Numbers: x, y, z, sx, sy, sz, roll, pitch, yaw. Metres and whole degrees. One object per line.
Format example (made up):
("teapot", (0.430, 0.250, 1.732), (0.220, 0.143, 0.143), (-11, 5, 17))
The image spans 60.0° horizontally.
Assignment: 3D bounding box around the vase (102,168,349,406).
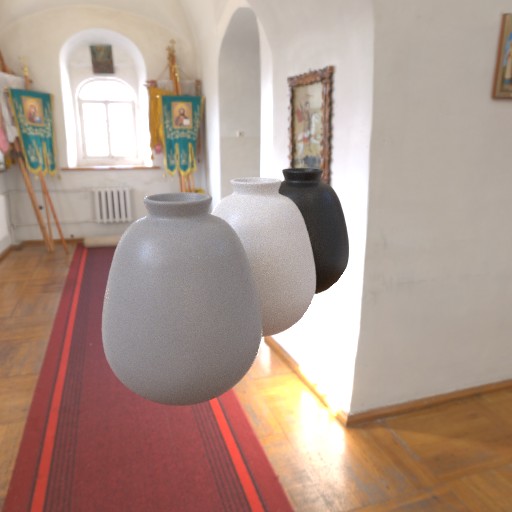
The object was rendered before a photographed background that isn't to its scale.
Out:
("vase", (0.000, 0.000, 0.358), (0.097, 0.122, 0.297), (8, 18, 26))
